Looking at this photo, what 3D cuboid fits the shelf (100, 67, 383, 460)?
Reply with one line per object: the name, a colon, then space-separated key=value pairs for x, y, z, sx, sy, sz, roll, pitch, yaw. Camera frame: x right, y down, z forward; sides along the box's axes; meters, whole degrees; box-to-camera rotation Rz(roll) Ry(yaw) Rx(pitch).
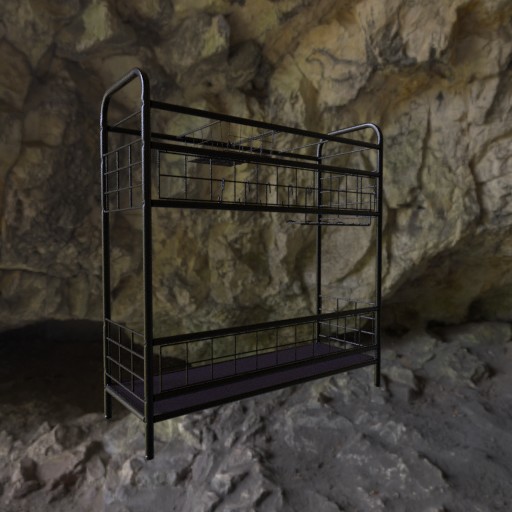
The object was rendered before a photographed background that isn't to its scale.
shelf: x=0.000 y=0.000 z=1.549 sx=0.961 sy=1.026 sz=0.350 roll=-2 pitch=3 yaw=-37
